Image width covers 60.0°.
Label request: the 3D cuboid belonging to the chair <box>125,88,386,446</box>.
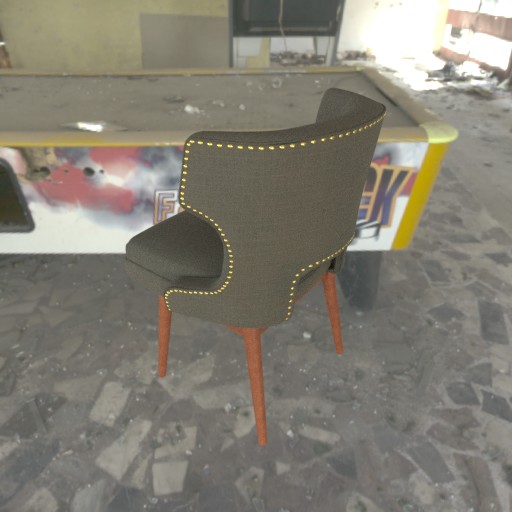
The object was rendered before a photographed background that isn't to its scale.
[{"bbox_3d":[0.000,0.000,1.252,0.581,0.863,0.595,22,38,31],"label":"chair"}]
